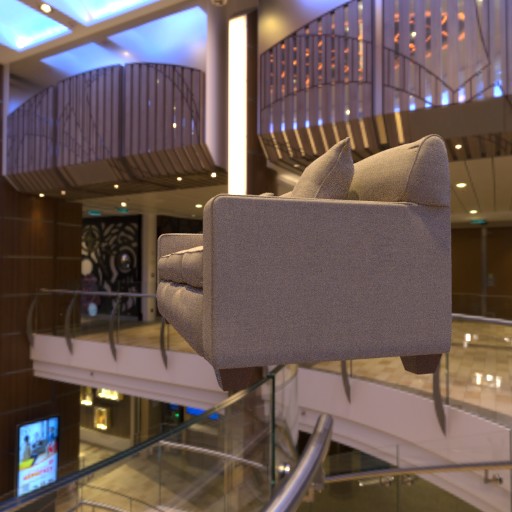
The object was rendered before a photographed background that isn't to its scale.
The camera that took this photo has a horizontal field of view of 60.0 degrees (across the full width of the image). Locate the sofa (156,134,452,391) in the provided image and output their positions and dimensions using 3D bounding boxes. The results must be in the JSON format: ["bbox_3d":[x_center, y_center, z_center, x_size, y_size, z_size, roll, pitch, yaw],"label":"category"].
[{"bbox_3d":[0.000,0.000,2.520,0.997,0.958,2.024,0,-2,-17],"label":"sofa"}]
